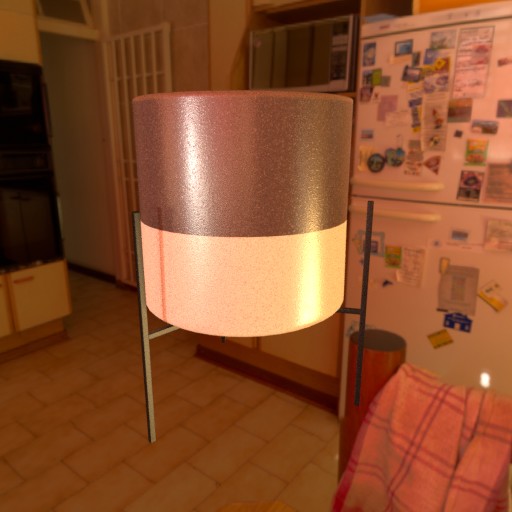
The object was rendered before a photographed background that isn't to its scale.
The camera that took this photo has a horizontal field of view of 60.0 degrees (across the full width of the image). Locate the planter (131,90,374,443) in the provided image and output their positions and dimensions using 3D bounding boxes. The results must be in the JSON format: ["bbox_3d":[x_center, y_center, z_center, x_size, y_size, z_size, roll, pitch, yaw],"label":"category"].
[{"bbox_3d":[0.000,0.000,0.530,0.260,0.353,0.250,2,16,7],"label":"planter"}]
